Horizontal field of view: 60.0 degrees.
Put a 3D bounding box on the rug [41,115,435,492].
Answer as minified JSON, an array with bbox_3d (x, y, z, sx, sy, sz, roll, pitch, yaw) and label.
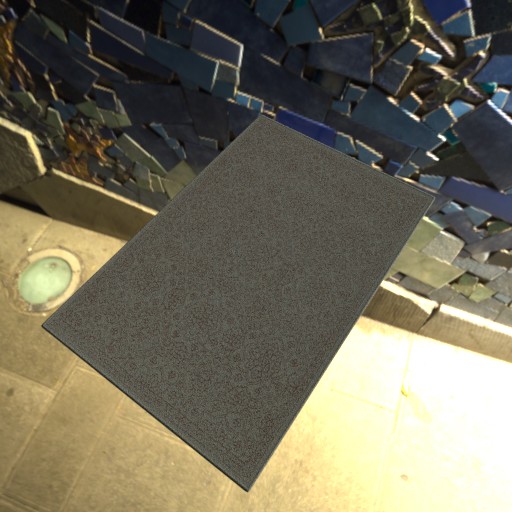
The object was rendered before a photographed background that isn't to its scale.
[{"bbox_3d":[0.000,0.000,2.319,1.219,0.010,1.829,31,63,18],"label":"rug"}]
